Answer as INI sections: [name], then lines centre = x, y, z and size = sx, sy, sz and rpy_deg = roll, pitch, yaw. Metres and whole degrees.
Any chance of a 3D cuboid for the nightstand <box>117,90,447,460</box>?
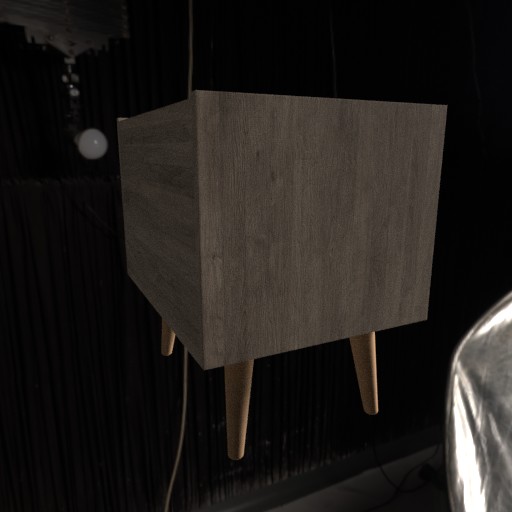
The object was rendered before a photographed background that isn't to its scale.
[nightstand]
centre = 0.000, 0.000, 0.813
size = 0.380, 0.500, 0.480
rpy_deg = -7, 15, -26
